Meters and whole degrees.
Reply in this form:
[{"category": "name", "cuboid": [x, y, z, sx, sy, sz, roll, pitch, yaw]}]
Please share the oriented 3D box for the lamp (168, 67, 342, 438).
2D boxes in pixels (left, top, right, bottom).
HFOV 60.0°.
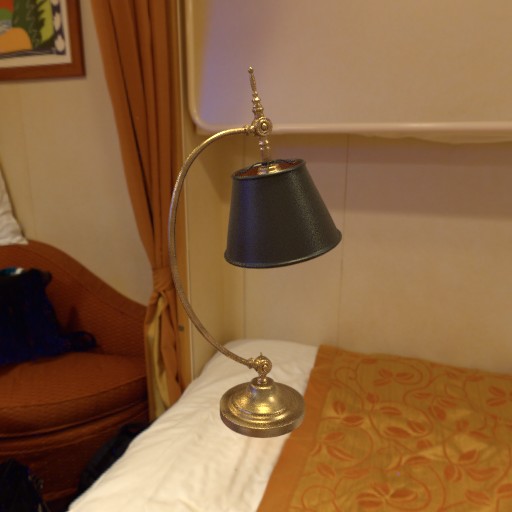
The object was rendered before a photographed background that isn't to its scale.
[{"category": "lamp", "cuboid": [0.000, 0.000, 0.853, 0.344, 0.675, 0.235, -7, 16, -26]}]
